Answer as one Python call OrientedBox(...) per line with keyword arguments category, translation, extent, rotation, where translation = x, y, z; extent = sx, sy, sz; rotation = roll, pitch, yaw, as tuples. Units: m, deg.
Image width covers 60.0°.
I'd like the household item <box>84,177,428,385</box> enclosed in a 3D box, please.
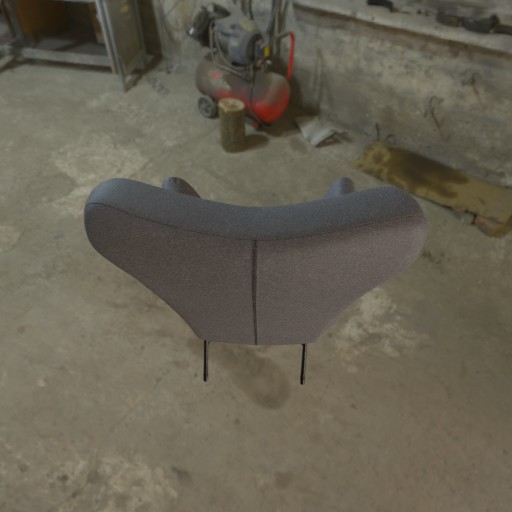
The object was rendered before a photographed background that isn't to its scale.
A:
OrientedBox(category="household item", translation=(0.000, 0.000, 1.793), extent=(0.980, 1.050, 0.900), rotation=(1, 46, 1))
